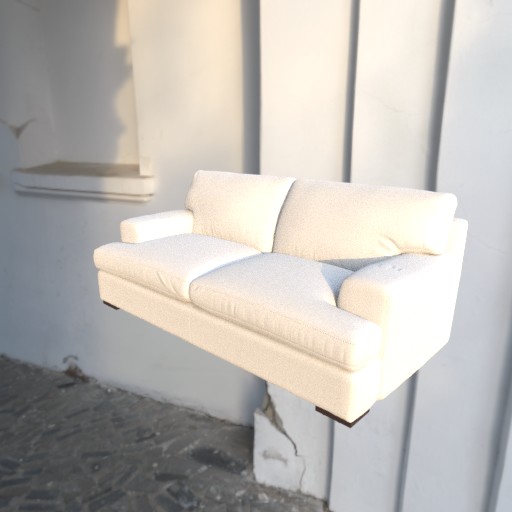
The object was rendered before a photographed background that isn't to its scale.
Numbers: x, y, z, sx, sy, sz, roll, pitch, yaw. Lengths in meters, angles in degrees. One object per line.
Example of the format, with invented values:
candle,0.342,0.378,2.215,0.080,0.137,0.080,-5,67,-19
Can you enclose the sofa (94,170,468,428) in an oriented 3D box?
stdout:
sofa,0.000,0.000,2.847,2.261,0.940,1.143,14,21,41
